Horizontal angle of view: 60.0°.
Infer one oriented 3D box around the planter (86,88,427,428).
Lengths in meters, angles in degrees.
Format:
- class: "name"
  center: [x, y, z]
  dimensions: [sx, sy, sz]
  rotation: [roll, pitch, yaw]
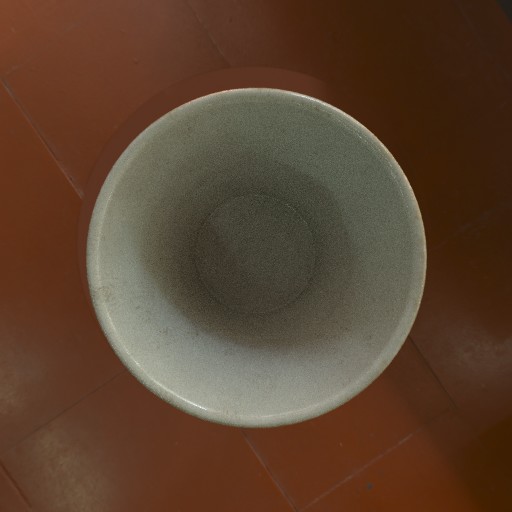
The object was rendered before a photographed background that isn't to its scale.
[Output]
- class: "planter"
  center: [0.000, 0.000, 0.332]
  dimensions: [0.193, 0.165, 0.193]
  rotation: [0, 92, 0]
